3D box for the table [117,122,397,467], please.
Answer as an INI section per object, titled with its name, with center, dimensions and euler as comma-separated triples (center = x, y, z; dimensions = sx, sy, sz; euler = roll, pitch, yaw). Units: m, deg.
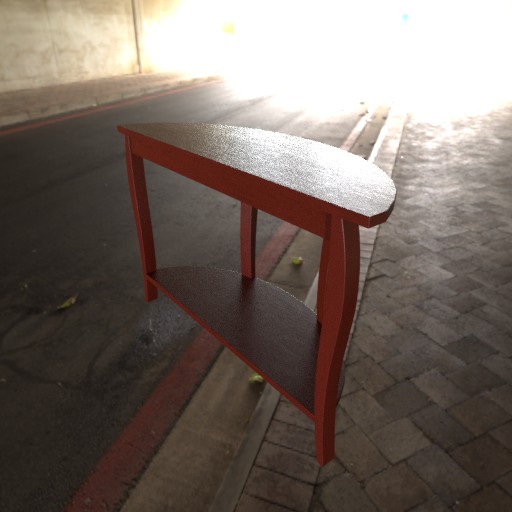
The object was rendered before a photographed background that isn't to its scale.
[table]
center = 0.000, 0.000, 1.580
dimensions = 0.405, 0.779, 1.219
euler = -20, 33, -34
